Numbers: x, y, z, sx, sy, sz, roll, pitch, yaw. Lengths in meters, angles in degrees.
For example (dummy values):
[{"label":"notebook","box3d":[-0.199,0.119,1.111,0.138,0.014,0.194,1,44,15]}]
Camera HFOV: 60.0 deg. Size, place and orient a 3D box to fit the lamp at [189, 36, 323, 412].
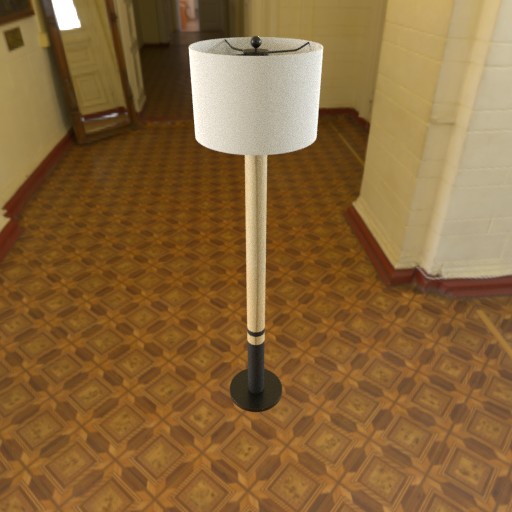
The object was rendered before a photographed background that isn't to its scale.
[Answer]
[{"label":"lamp","box3d":[0.000,0.000,1.652,0.381,1.478,0.381,24,40,32]}]
